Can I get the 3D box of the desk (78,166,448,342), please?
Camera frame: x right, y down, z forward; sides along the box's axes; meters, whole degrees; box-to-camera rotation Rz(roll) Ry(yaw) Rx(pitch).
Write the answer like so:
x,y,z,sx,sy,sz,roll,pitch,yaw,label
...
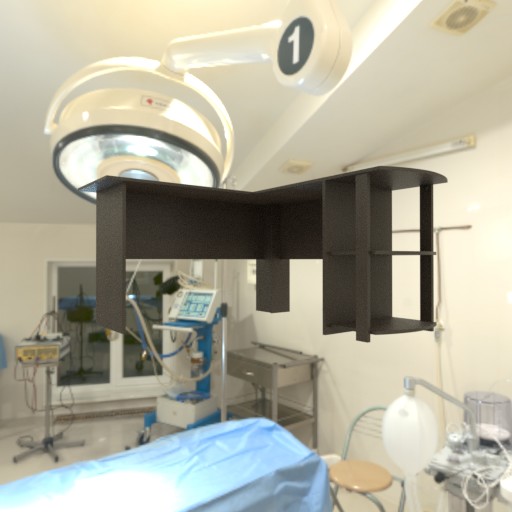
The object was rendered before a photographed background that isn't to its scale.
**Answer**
x,y,z,sx,sy,sz,roll,pitch,yaw,label
0.000,0.000,2.160,1.303,0.716,1.361,0,-1,-37,desk
